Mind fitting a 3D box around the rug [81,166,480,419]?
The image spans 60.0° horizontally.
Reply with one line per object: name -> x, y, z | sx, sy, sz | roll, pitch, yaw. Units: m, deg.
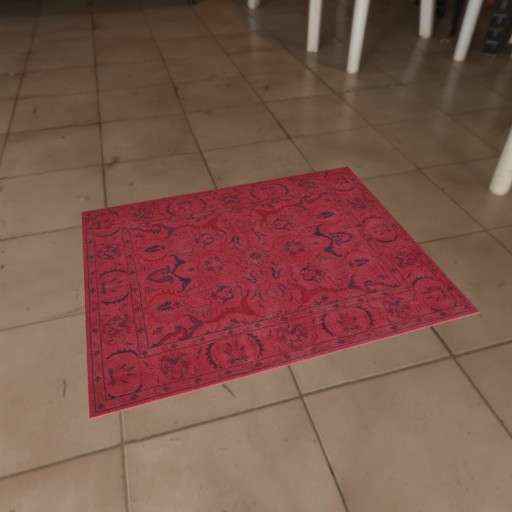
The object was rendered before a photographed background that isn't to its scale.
rug -> 0.000, 0.000, 3.932 | 2.929, 0.012, 2.300 | -12, 43, -13
